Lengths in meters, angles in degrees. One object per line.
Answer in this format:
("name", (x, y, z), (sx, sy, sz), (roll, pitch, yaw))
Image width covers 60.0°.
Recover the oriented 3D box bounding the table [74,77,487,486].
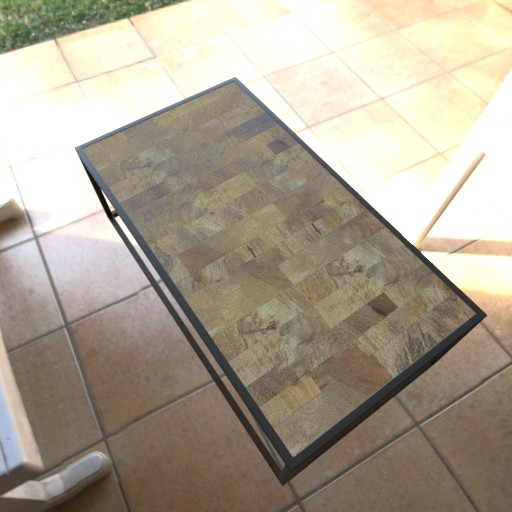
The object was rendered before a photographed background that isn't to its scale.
("table", (0.000, 0.000, 1.494), (0.649, 0.398, 1.199), (-31, 63, -17))
